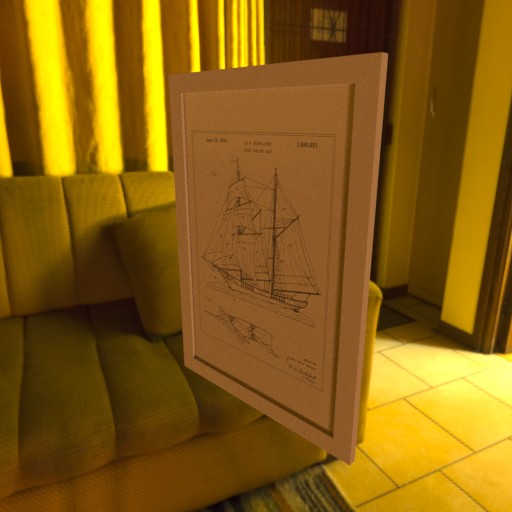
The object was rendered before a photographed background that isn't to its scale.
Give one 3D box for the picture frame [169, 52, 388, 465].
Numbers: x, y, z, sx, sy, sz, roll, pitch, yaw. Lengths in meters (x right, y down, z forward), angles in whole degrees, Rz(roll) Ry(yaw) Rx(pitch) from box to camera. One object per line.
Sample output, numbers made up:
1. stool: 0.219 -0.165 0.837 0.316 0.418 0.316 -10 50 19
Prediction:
1. picture frame: 0.000 0.000 0.580 0.326 0.459 0.011 16 24 41
